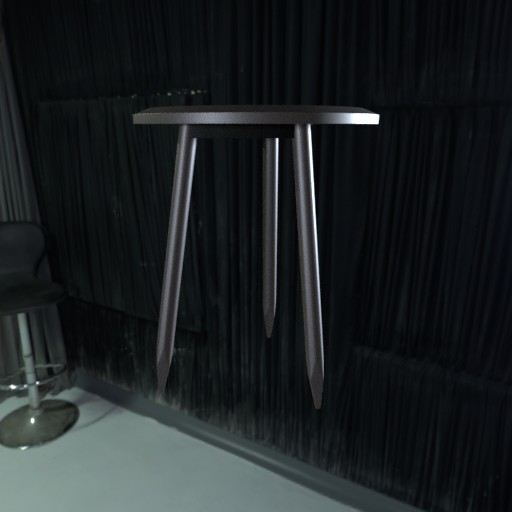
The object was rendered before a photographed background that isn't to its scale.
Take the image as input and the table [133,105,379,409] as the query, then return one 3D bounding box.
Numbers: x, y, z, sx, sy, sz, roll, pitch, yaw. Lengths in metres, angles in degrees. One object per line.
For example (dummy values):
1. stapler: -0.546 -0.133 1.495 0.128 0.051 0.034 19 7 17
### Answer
1. table: 0.000 0.000 0.932 0.457 0.585 0.457 0 16 0
